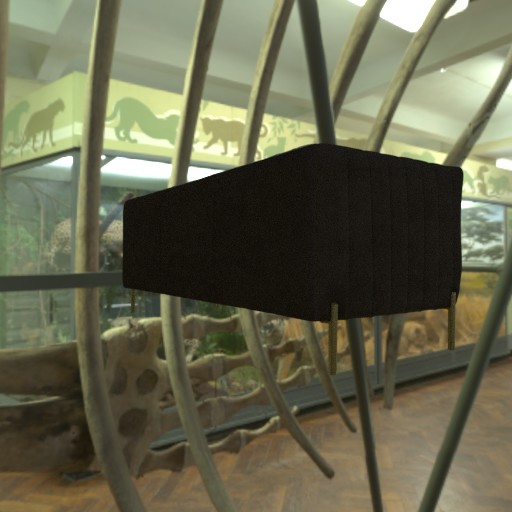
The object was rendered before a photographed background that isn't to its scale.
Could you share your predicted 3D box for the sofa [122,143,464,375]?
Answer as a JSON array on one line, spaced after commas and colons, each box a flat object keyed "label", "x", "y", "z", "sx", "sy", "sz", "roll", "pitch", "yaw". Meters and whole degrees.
[{"label": "sofa", "x": 0.000, "y": 0.000, "z": 2.445, "sx": 0.876, "sy": 0.780, "sz": 1.980, "roll": 0, "pitch": 0, "yaw": -35}]
